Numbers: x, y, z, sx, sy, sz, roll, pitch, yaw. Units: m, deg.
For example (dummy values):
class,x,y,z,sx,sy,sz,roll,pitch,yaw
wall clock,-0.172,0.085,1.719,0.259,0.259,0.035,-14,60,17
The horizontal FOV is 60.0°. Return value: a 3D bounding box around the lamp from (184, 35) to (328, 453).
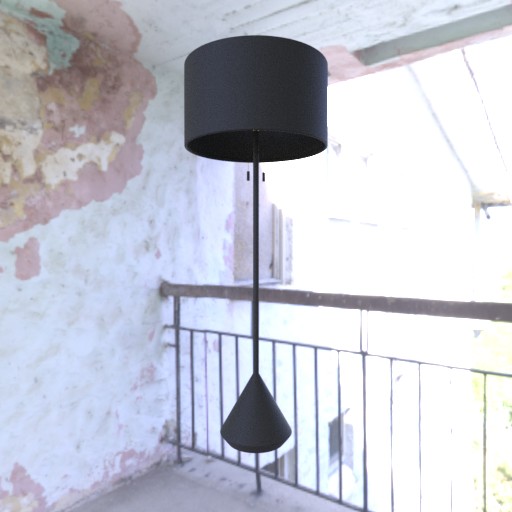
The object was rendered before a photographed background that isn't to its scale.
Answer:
class,x,y,z,sx,sy,sz,roll,pitch,yaw
lamp,0.000,0.000,1.819,0.580,1.526,0.580,1,1,38
